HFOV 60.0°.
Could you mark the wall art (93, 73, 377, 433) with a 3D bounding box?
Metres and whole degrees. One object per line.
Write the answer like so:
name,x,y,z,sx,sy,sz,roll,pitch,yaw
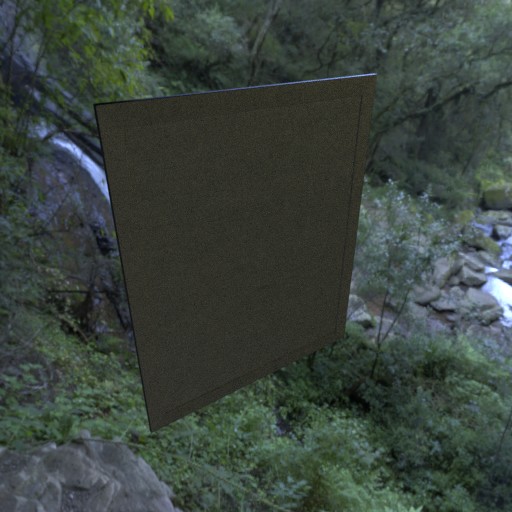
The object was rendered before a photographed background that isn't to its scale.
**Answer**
wall art,0.000,0.000,0.629,0.381,0.457,0.023,-18,34,-29
